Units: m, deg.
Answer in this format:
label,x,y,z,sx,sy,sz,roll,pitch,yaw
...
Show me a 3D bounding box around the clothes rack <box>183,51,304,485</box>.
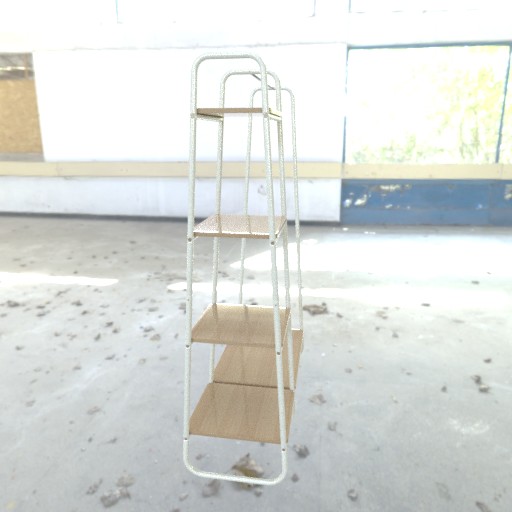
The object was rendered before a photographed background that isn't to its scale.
label,x,y,z,sx,sy,sz,roll,pitch,yaw
clothes rack,0.000,0.000,1.955,0.400,1.500,1.011,3,16,9
